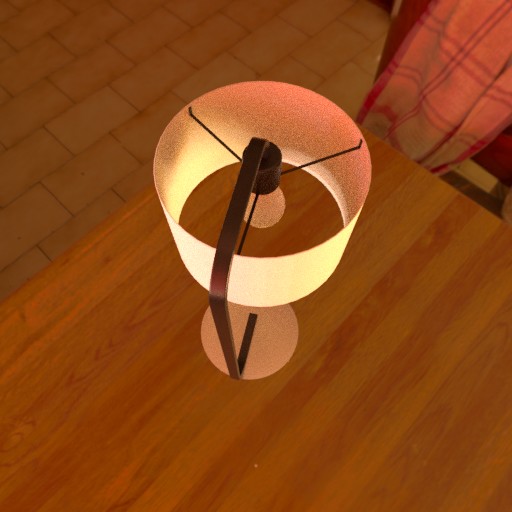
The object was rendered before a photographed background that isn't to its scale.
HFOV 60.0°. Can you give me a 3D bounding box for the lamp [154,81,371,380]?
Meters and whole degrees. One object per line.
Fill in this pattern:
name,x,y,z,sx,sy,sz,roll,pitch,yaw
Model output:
lamp,0.000,0.000,0.619,0.230,0.473,0.288,12,65,6
